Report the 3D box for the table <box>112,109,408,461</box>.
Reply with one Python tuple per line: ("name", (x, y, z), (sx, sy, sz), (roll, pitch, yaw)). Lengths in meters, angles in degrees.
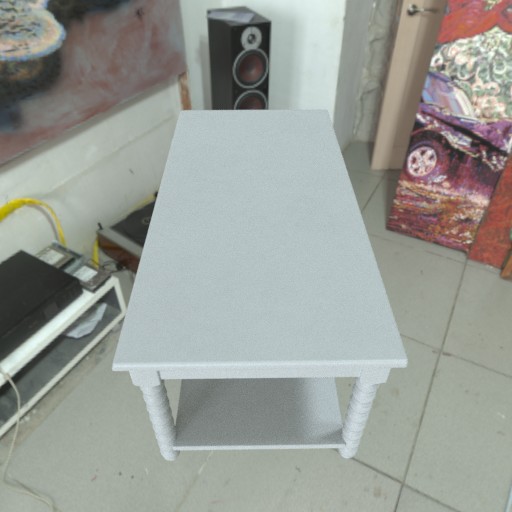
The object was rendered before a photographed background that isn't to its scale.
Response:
("table", (0.000, 0.000, 1.441), (0.580, 0.487, 1.171), (-1, 42, -1))
